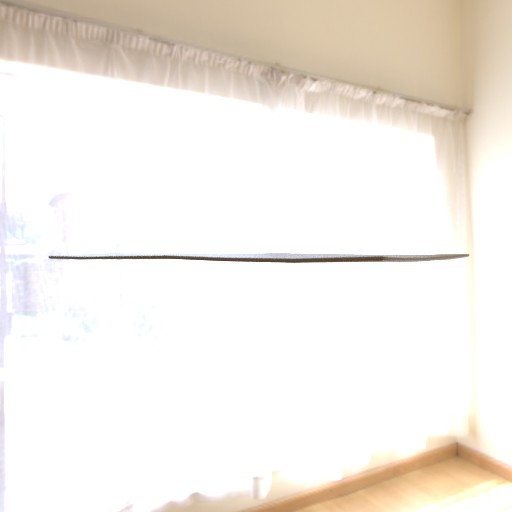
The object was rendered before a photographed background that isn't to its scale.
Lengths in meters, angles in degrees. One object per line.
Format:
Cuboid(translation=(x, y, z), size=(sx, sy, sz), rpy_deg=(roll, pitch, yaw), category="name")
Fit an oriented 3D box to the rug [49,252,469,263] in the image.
Cuboid(translation=(0.000, 0.000, 2.326), size=(1.829, 0.034, 1.252), rpy_deg=(1, 1, 36), category="rug")
